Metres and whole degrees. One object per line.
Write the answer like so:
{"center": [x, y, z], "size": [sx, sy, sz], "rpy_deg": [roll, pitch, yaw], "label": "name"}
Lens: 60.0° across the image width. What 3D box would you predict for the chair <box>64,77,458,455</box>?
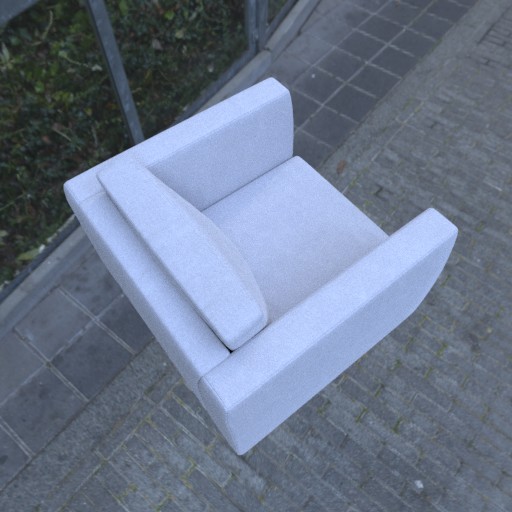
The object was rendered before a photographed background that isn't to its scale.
{"center": [0.000, 0.000, 1.683], "size": [0.930, 0.860, 1.000], "rpy_deg": [-34, 65, -18], "label": "chair"}
